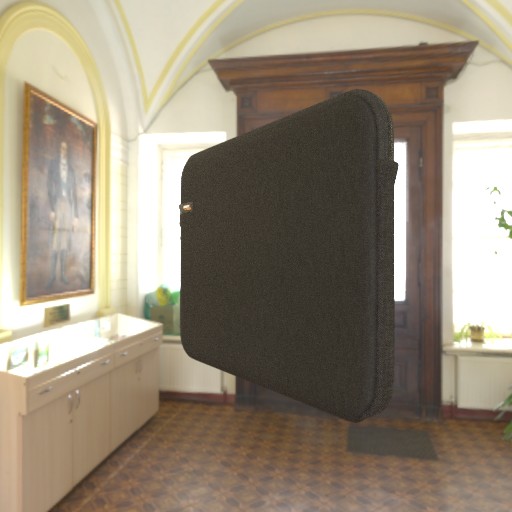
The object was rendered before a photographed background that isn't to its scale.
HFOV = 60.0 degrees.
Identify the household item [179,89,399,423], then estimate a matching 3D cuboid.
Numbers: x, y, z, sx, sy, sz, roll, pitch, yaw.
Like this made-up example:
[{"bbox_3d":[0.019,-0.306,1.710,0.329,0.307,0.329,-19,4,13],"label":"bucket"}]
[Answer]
[{"bbox_3d":[0.000,0.000,0.535,0.030,0.305,0.396,0,0,-36],"label":"household item"}]
